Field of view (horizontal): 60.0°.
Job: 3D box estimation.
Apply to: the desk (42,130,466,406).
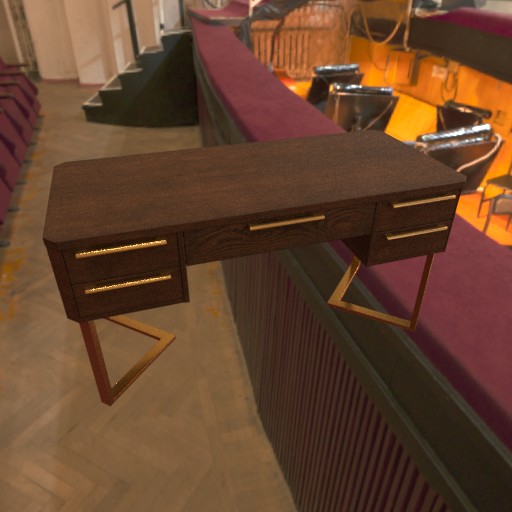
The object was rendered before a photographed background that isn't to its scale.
[{"bbox_3d":[0.000,0.000,1.902,1.479,0.762,0.684,-10,34,-15],"label":"desk"}]
